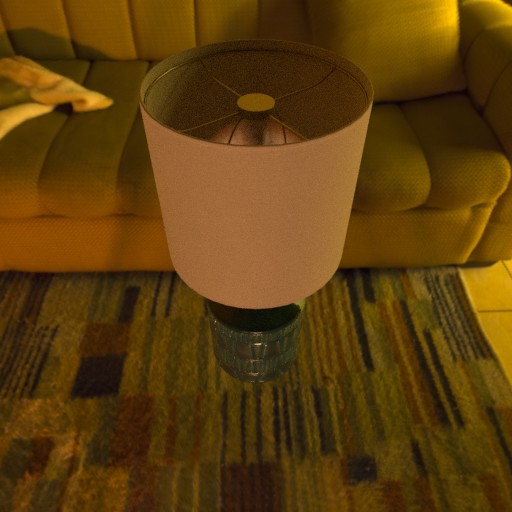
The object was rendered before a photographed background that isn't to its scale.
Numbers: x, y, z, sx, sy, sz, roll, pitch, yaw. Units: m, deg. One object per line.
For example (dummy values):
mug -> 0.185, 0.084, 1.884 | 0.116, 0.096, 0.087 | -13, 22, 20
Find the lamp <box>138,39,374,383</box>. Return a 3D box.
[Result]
lamp -> 0.000, 0.000, 0.567 | 0.211, 0.455, 0.211 | -17, 48, -15
